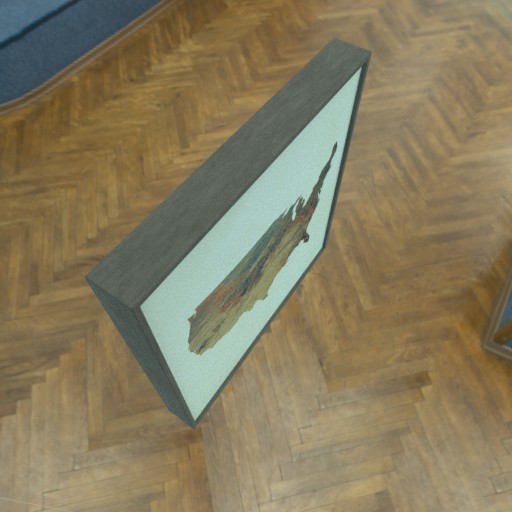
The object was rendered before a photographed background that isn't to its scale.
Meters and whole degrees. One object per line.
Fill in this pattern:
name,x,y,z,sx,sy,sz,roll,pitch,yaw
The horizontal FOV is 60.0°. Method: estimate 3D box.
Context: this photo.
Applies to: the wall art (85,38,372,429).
wall art,0.000,0.000,0.449,0.038,0.302,0.303,30,61,18
